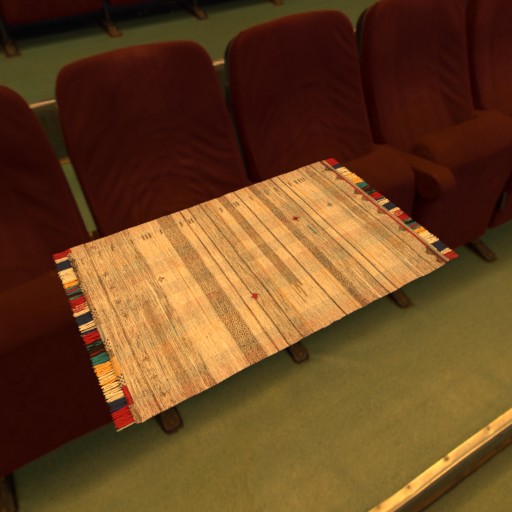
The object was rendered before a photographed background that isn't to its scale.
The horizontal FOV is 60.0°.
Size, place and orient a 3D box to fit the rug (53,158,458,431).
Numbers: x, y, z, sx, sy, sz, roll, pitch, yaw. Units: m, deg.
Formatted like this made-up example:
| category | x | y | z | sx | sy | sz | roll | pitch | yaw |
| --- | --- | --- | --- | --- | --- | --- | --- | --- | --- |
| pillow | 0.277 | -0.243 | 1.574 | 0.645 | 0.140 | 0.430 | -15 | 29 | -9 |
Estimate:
| category | x | y | z | sx | sy | sz | roll | pitch | yaw |
| --- | --- | --- | --- | --- | --- | --- | --- | --- | --- |
| rug | 0.000 | 0.000 | 3.083 | 2.465 | 0.012 | 1.465 | -23 | 50 | -21 |
